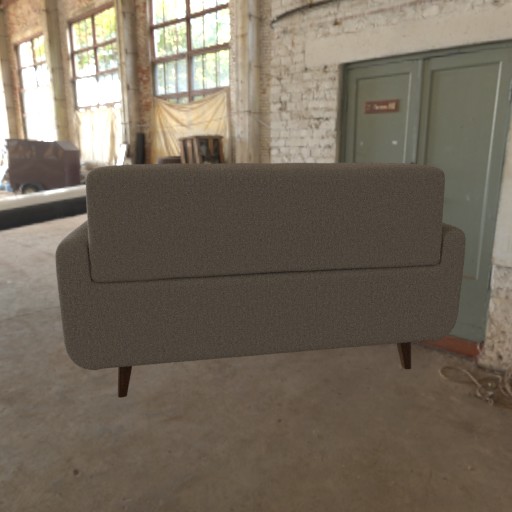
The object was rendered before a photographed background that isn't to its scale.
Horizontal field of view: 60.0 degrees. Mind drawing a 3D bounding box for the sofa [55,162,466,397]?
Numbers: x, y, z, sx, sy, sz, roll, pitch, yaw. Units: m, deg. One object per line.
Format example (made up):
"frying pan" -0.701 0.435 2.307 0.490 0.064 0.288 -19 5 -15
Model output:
"sofa" 0.000 0.000 2.210 1.651 0.925 0.952 -3 14 -11
